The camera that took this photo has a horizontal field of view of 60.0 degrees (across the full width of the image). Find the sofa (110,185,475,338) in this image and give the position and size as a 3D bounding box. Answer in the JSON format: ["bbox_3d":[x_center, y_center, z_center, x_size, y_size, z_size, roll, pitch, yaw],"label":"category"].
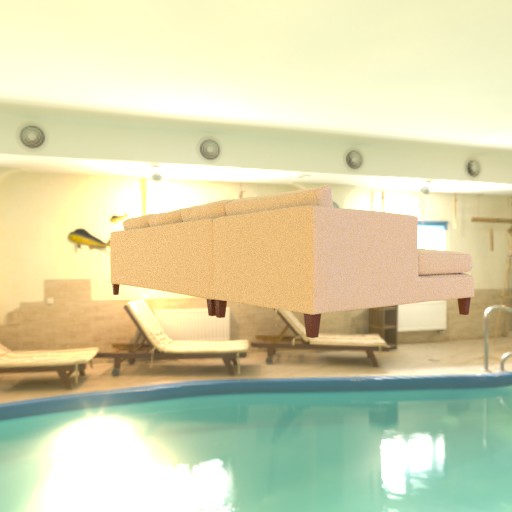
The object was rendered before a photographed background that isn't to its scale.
[{"bbox_3d":[0.000,0.000,4.018,1.625,0.846,3.186,0,0,-36],"label":"sofa"}]
